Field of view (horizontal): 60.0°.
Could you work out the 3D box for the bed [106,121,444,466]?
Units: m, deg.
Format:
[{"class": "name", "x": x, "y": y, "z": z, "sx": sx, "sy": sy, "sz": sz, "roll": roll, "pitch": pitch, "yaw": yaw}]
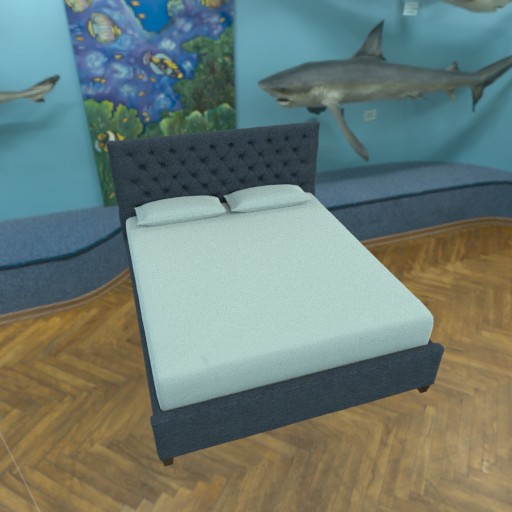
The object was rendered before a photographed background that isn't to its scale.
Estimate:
[{"class": "bed", "x": 0.000, "y": 0.000, "z": 3.666, "sx": 2.078, "sy": 1.427, "sz": 2.387, "roll": -10, "pitch": 34, "yaw": -15}]
